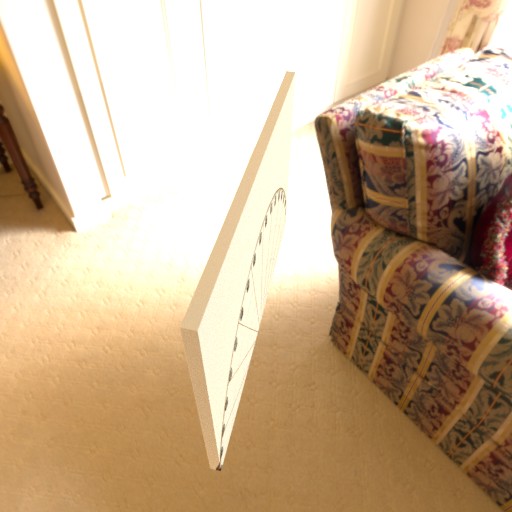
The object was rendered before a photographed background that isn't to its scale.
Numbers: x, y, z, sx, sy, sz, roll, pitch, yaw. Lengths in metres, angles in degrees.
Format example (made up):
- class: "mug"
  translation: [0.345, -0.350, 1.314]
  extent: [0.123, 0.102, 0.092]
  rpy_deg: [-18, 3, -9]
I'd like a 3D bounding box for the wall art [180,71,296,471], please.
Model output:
- class: "wall art"
  translation: [0.000, 0.000, 1.492]
  extent: [0.038, 0.767, 1.144]
  rpy_deg: [9, 47, 9]
